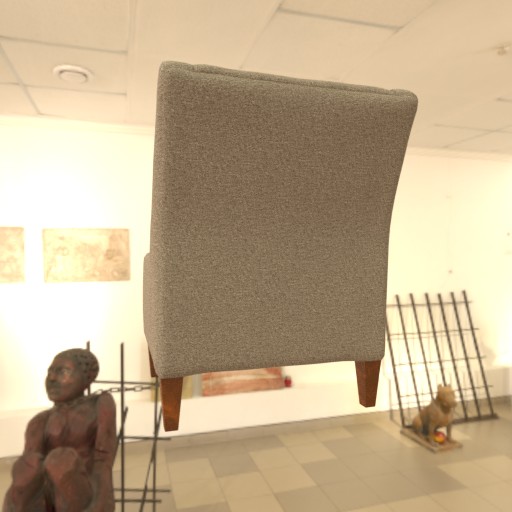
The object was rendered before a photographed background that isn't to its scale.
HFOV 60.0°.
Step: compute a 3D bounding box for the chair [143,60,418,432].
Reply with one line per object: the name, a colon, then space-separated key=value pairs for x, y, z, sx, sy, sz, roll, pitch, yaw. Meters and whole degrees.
chair: x=0.000 y=0.000 z=1.611 sx=0.774 sy=1.016 sz=0.870 roll=0 pitch=1 yaw=-17
